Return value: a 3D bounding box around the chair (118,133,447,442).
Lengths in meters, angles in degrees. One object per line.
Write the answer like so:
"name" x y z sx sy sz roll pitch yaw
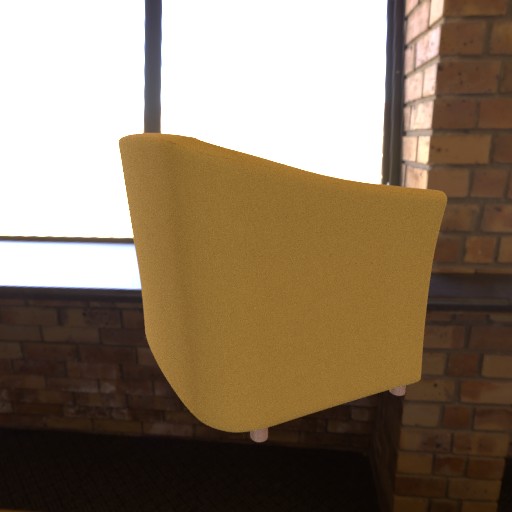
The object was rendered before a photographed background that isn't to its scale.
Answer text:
"chair" 0.000 0.000 1.350 0.700 0.720 0.790 -7 17 -25
